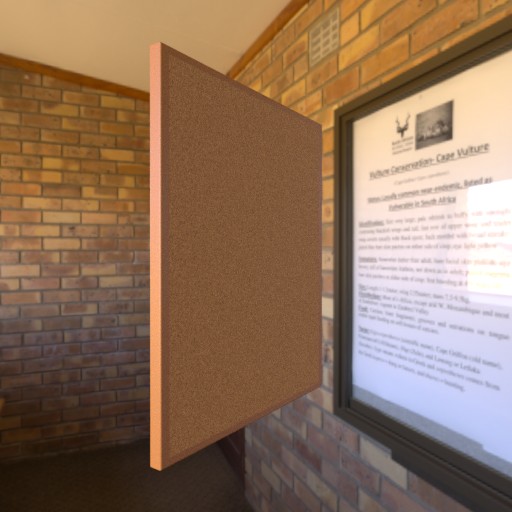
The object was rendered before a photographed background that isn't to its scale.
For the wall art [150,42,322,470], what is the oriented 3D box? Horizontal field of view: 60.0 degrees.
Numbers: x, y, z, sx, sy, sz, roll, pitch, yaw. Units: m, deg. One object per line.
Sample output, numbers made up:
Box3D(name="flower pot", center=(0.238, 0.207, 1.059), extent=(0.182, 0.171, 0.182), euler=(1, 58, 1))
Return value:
Box3D(name="wall art", center=(0.000, 0.000, 0.520), extent=(0.015, 0.379, 0.310), euler=(0, 0, 36))
